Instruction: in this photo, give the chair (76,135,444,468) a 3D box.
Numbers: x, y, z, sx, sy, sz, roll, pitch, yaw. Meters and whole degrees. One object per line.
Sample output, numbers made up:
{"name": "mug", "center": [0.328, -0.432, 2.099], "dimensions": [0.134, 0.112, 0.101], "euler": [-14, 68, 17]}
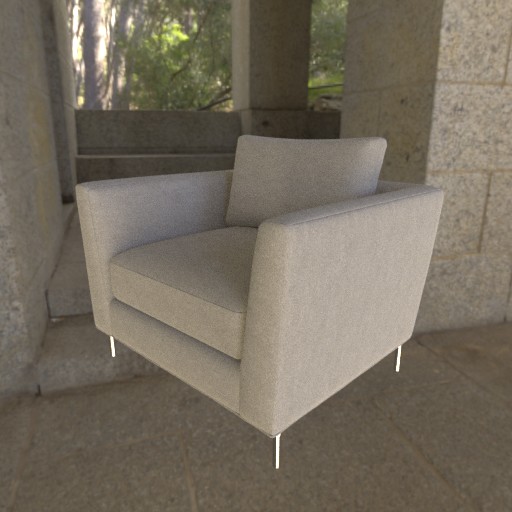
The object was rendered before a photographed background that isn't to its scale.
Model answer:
{"name": "chair", "center": [0.000, 0.000, 1.663], "dimensions": [1.041, 0.864, 0.889], "euler": [15, 22, 42]}
